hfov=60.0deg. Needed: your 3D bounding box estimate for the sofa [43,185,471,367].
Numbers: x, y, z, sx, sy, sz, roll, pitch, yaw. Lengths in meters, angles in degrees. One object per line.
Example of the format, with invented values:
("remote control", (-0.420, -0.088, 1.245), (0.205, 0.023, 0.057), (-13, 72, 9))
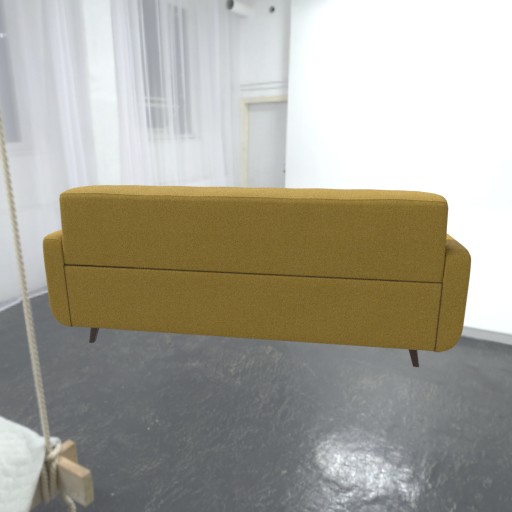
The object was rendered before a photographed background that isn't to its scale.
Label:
("sofa", (0.000, 0.000, 2.520), (2.029, 0.841, 0.909), (2, 15, 9))
